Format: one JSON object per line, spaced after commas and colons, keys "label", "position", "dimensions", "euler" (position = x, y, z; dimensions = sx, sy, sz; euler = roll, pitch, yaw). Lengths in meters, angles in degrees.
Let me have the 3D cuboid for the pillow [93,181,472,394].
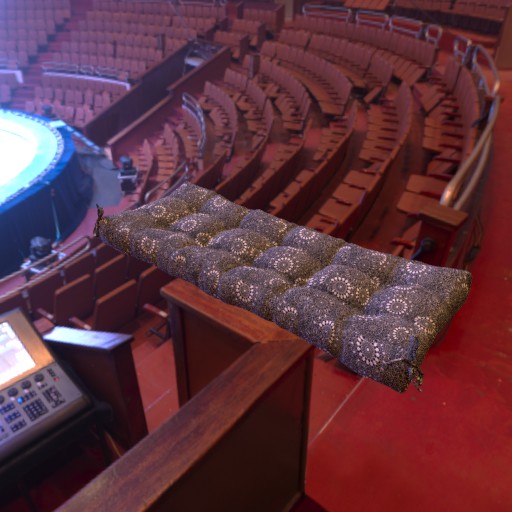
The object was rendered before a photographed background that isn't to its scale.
{"label": "pillow", "position": [0.000, 0.000, 1.363], "dimensions": [1.194, 0.174, 0.511], "euler": [22, 37, 32]}
